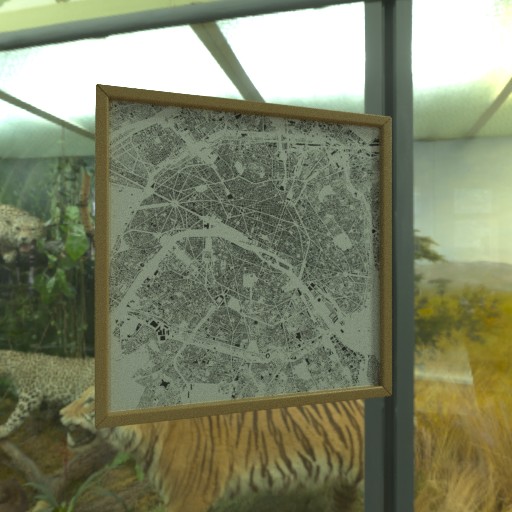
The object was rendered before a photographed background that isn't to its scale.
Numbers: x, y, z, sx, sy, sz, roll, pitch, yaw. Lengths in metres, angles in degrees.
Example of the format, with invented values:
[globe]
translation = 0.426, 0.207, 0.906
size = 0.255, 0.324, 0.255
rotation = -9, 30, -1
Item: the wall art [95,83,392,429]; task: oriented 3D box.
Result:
[wall art]
translation = 0.000, 0.000, 0.747
size = 0.509, 0.509, 0.036
rotation = 0, 0, -18
